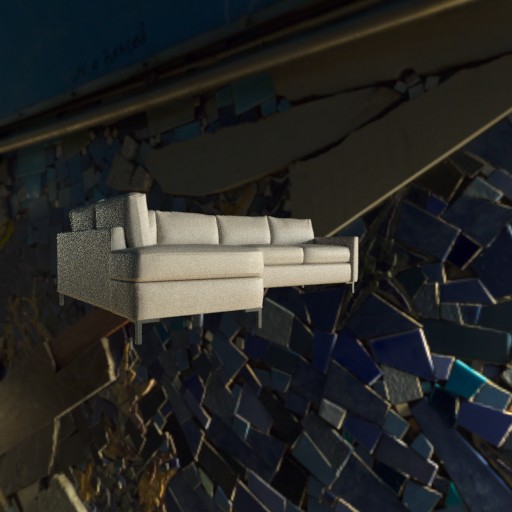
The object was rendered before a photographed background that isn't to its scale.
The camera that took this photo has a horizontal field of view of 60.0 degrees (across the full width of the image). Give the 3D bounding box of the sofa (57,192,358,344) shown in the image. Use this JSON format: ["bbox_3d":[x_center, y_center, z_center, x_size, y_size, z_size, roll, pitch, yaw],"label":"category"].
[{"bbox_3d":[0.000,0.000,3.209,2.423,0.703,1.617,-1,2,-36],"label":"sofa"}]
